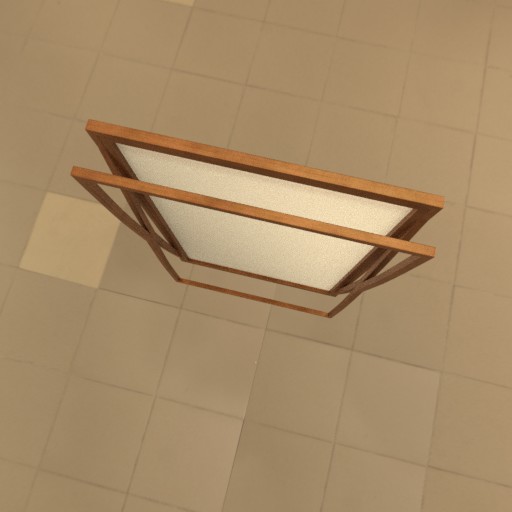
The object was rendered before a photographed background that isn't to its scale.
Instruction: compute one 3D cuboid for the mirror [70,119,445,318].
[{"bbox_3d":[0.000,0.000,0.929,0.468,0.768,0.082,13,77,3],"label":"mirror"}]
